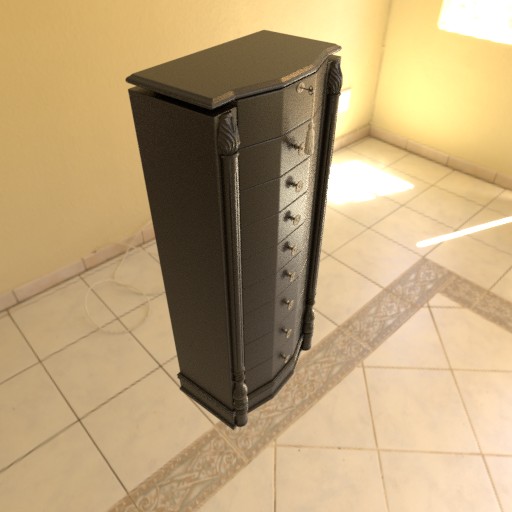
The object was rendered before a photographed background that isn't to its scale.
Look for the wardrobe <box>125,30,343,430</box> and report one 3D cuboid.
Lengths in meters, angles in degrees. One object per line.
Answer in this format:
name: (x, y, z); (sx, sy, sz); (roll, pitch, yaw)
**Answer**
wardrobe: (0.000, 0.000, 1.203); (0.295, 1.011, 0.444); (27, 47, 28)
